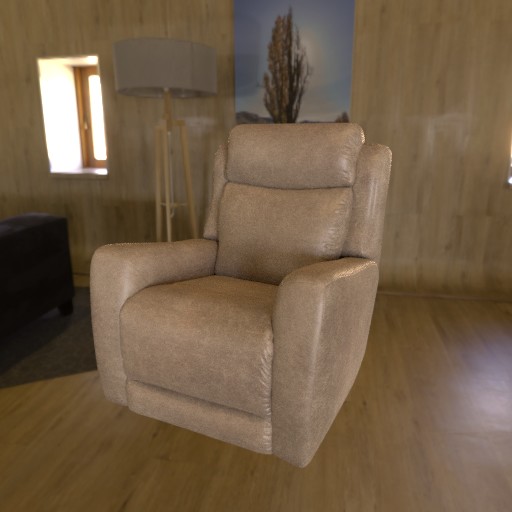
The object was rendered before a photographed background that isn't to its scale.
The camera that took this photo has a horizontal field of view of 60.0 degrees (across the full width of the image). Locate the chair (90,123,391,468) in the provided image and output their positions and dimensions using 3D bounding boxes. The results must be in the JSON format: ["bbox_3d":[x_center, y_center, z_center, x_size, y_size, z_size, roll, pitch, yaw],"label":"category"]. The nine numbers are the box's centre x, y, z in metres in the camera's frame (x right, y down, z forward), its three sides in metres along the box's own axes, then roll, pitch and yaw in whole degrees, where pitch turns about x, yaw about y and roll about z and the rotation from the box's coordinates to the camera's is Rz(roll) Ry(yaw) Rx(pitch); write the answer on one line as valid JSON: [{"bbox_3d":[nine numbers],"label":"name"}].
[{"bbox_3d":[0.000,0.000,1.912,0.965,1.116,1.068,8,17,26],"label":"chair"}]
